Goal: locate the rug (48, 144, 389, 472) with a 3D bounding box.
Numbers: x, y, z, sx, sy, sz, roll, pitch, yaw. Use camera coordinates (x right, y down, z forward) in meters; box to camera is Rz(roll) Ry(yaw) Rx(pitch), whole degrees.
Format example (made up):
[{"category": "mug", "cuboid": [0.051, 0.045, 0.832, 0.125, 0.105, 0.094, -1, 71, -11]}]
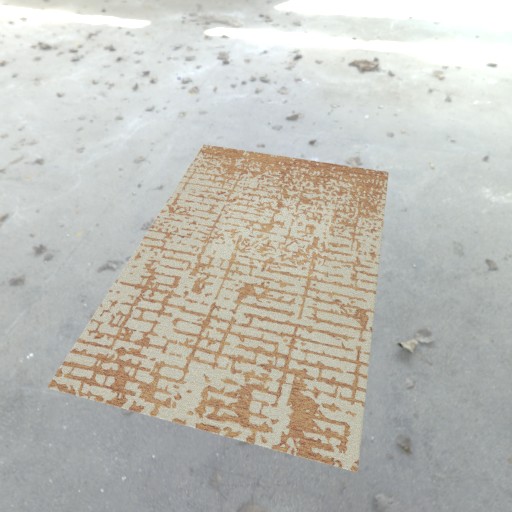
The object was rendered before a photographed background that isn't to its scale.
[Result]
[{"category": "rug", "cuboid": [0.000, 0.000, 2.256, 1.219, 0.011, 1.829, 11, 47, 10]}]
